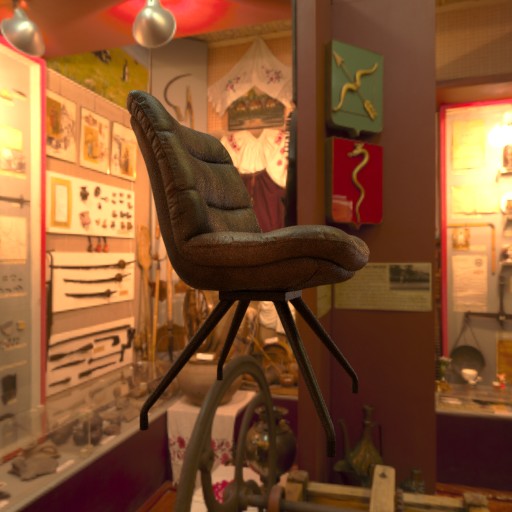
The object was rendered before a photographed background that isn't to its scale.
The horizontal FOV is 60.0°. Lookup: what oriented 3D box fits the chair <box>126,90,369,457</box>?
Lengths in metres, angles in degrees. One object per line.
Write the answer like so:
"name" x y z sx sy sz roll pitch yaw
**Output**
"chair" 0.000 0.000 1.272 0.622 0.870 0.549 0 0 19
